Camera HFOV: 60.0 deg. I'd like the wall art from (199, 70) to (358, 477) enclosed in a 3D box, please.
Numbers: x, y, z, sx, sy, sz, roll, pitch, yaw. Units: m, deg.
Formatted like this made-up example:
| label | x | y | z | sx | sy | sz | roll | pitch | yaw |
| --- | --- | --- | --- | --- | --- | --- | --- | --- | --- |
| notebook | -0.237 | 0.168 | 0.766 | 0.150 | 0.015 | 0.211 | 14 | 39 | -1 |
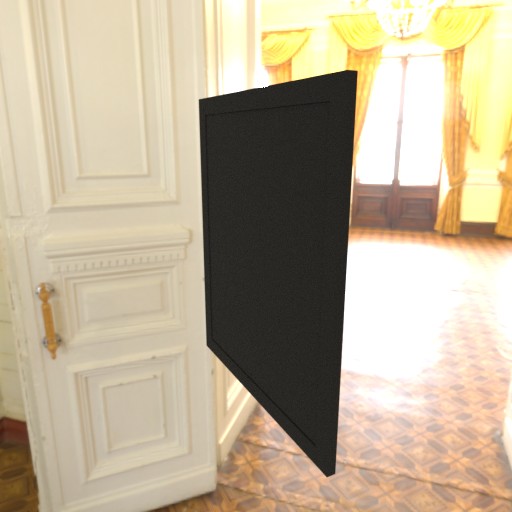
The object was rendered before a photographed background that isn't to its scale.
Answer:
| label | x | y | z | sx | sy | sz | roll | pitch | yaw |
| --- | --- | --- | --- | --- | --- | --- | --- | --- | --- |
| wall art | 0.000 | 0.000 | 0.510 | 0.010 | 0.361 | 0.311 | -8 | 17 | -27 |
